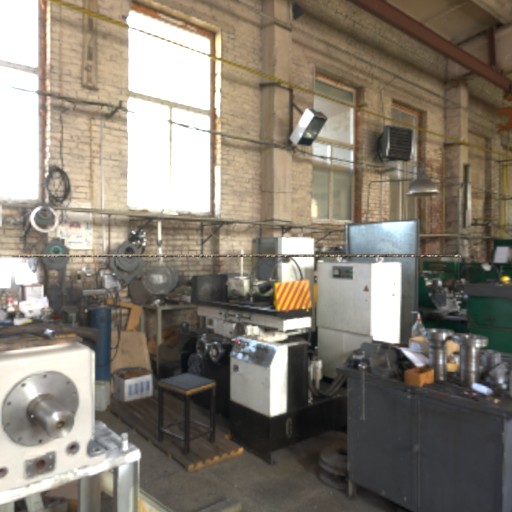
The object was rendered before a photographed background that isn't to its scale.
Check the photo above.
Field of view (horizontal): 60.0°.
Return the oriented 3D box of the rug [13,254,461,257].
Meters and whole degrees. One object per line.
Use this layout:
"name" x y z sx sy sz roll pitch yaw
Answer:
"rug" 0.000 0.000 3.782 2.902 0.017 2.306 0 0 17
